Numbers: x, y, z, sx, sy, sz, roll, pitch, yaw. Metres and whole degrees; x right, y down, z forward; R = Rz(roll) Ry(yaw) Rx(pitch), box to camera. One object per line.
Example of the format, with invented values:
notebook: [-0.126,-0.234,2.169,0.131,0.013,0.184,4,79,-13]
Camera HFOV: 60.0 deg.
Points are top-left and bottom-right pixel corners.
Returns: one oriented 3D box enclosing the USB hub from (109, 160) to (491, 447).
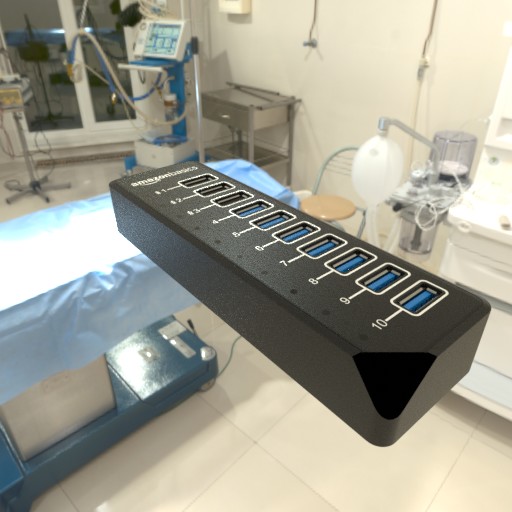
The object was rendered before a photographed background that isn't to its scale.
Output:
USB hub: [0.000,0.000,0.157,0.044,0.023,0.145,-24,39,-33]
